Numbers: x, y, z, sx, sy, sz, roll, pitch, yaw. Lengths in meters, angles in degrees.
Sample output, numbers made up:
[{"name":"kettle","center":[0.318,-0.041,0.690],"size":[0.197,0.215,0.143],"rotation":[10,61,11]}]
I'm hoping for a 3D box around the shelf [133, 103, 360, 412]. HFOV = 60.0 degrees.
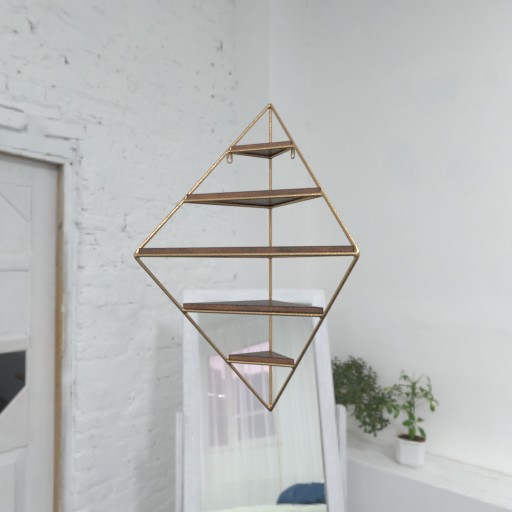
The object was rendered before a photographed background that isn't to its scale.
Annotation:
[{"name":"shelf","center":[0.000,0.000,1.180],"size":[0.564,0.913,0.294],"rotation":[0,-1,18]}]
